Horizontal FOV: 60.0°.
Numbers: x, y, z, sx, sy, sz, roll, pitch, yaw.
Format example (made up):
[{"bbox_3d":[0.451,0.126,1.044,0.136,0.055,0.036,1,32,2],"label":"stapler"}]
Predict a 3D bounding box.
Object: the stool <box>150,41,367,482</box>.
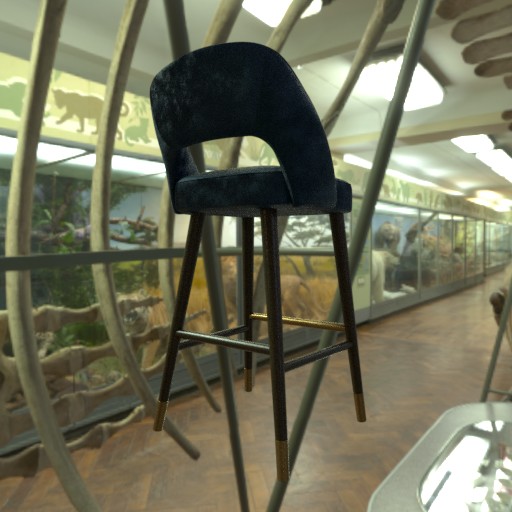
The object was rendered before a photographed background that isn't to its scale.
[{"bbox_3d":[0.000,0.000,1.285,0.514,1.016,0.515,1,2,38],"label":"stool"}]
